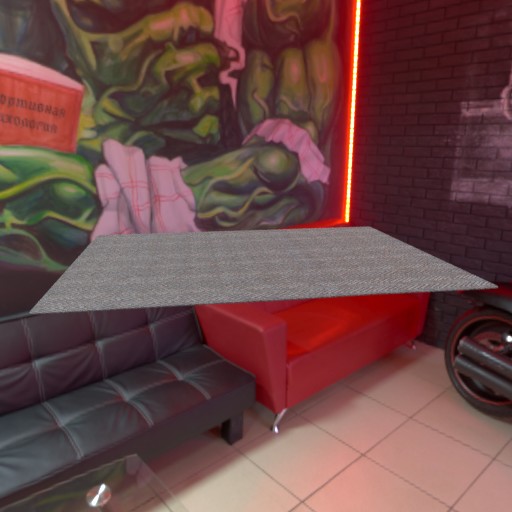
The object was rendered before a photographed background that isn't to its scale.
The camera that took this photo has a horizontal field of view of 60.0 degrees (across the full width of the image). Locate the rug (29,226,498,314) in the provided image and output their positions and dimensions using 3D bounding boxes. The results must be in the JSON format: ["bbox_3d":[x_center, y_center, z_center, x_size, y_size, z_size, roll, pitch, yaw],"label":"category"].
[{"bbox_3d":[0.000,0.000,5.033,3.957,0.011,2.894,-2,15,-9],"label":"rug"}]
